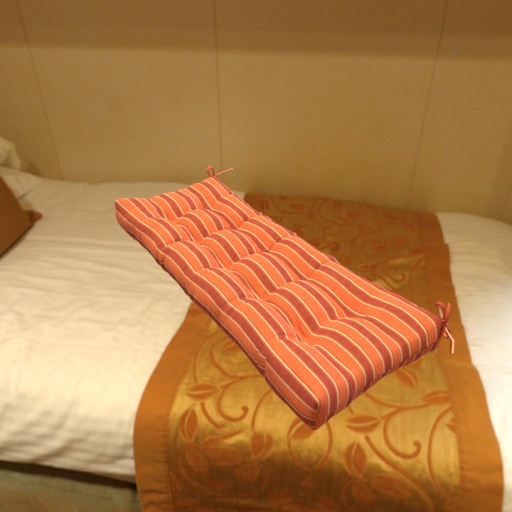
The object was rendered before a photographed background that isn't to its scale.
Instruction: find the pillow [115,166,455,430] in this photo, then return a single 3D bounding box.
[{"bbox_3d":[0.000,0.000,1.387,0.511,0.174,1.194,-21,39,-29],"label":"pillow"}]
